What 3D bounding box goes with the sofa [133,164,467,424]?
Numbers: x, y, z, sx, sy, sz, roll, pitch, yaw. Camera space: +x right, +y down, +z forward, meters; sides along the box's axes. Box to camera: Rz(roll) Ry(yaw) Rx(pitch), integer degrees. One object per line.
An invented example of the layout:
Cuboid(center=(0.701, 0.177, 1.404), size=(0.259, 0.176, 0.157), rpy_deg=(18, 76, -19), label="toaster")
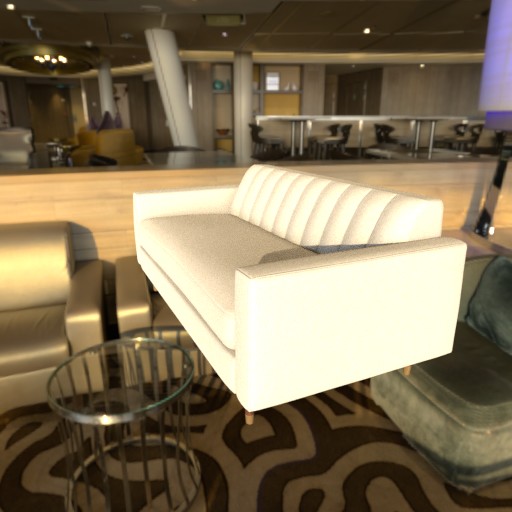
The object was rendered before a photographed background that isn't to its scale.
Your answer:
Cuboid(center=(0.000, 0.000, 2.402), size=(0.969, 0.814, 1.895), rpy_deg=(-8, 19, -24), label="sofa")
